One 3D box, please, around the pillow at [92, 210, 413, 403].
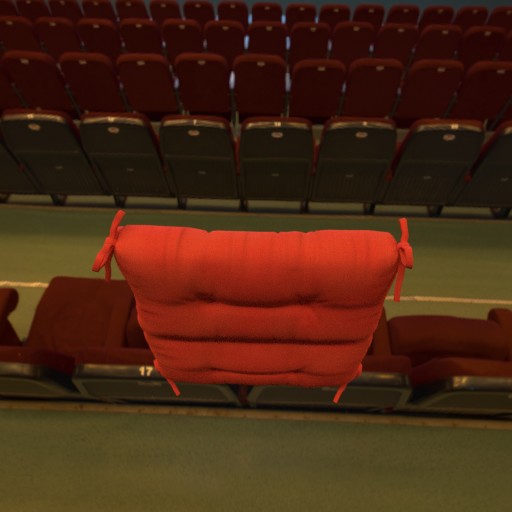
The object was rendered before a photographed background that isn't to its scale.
[{"bbox_3d":[0.000,0.000,1.040,0.519,0.605,0.571,1,47,1],"label":"pillow"}]
